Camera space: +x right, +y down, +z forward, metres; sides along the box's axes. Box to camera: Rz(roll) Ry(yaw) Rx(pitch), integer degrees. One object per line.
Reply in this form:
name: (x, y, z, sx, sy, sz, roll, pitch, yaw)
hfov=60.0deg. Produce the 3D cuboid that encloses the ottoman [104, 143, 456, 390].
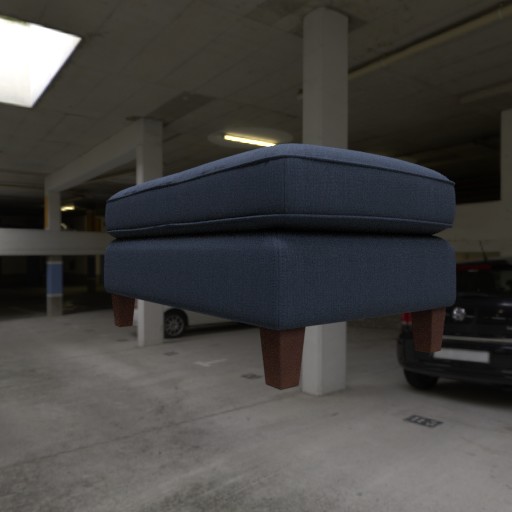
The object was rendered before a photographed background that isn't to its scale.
ottoman: (0.000, 0.000, 1.207, 0.570, 0.438, 0.885, -1, 1, -37)
